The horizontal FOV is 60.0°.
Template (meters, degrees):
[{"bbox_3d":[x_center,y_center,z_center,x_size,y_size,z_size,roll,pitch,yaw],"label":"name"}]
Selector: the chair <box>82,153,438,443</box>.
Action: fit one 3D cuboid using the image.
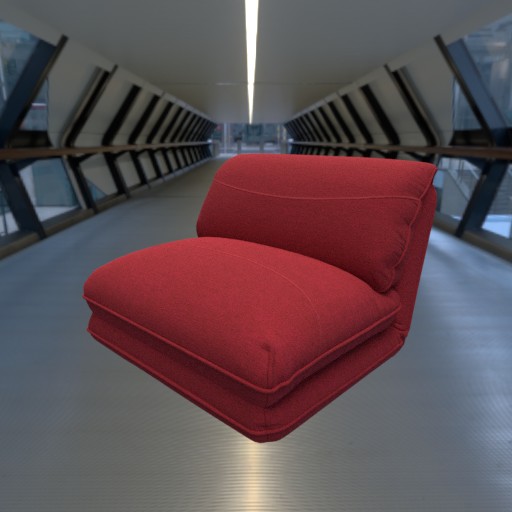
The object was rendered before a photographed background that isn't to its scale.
[{"bbox_3d":[0.000,0.000,1.349,0.820,0.580,0.780,14,21,42],"label":"chair"}]
